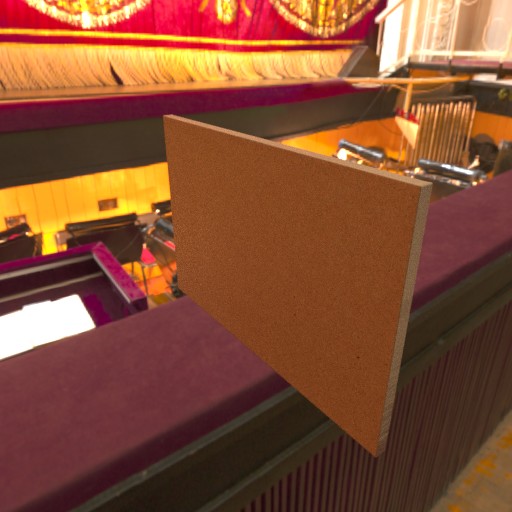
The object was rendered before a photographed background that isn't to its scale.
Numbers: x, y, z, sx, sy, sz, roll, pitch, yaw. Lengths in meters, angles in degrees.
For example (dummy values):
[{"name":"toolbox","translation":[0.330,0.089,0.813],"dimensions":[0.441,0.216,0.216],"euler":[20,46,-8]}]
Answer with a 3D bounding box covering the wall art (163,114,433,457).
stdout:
[{"name":"wall art","translation":[0.000,0.000,0.785],"dimensions":[0.021,0.410,0.615],"euler":[-18,31,-32]}]
